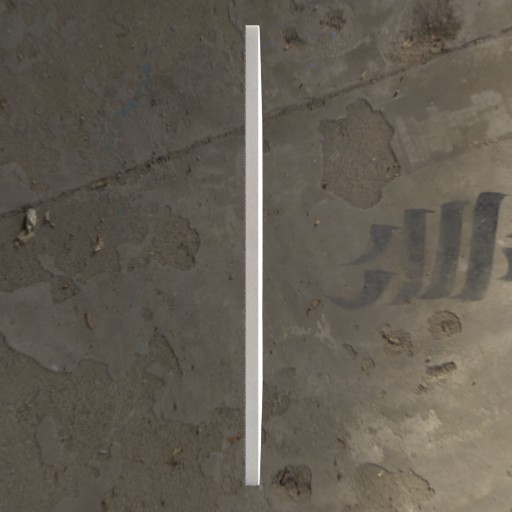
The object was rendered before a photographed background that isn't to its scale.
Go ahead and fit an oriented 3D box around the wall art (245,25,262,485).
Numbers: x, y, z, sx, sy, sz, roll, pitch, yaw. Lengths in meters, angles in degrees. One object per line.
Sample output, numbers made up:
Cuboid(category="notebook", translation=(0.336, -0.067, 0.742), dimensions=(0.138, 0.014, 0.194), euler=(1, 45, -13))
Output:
Cuboid(category="wall art", translation=(0.000, 0.000, 1.629), dimensions=(0.039, 0.915, 1.219), euler=(0, 89, 1))
